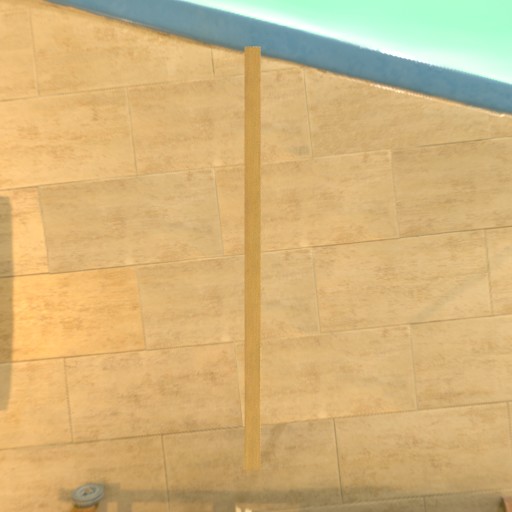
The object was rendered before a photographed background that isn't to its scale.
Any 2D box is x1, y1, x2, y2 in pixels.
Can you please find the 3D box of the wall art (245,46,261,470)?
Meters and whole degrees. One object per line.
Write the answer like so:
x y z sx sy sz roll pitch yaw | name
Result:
0.000 0.000 1.336 0.030 1.002 0.798 0 91 1 | wall art
